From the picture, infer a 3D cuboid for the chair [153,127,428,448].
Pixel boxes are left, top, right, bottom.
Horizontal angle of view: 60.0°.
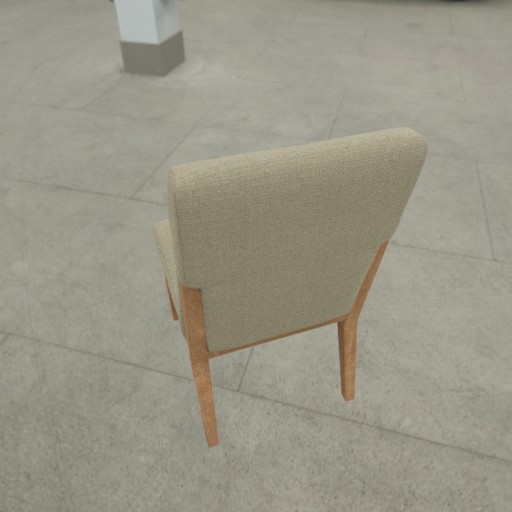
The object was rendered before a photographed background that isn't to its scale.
[{"bbox_3d":[0.000,0.000,1.240,0.507,0.911,0.586,-13,43,-15],"label":"chair"}]
